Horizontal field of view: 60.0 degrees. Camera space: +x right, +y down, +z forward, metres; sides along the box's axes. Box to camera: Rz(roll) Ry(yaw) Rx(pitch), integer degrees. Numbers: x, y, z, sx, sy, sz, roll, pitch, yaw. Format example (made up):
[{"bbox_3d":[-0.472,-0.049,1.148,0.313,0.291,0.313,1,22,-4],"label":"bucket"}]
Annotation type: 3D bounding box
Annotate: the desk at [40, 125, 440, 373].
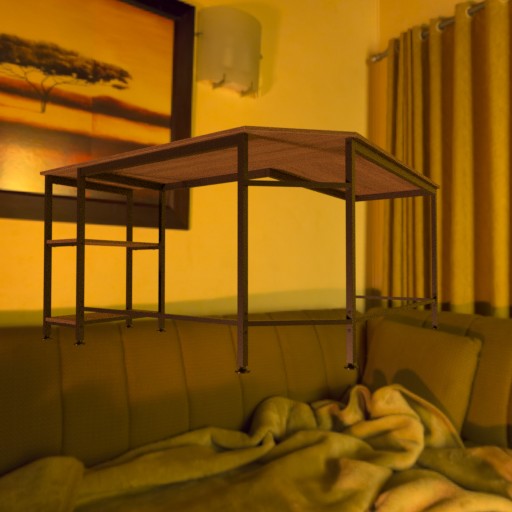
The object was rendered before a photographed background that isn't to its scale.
[{"bbox_3d":[0.000,0.000,2.130,1.379,0.739,1.379,-1,-2,35],"label":"desk"}]
